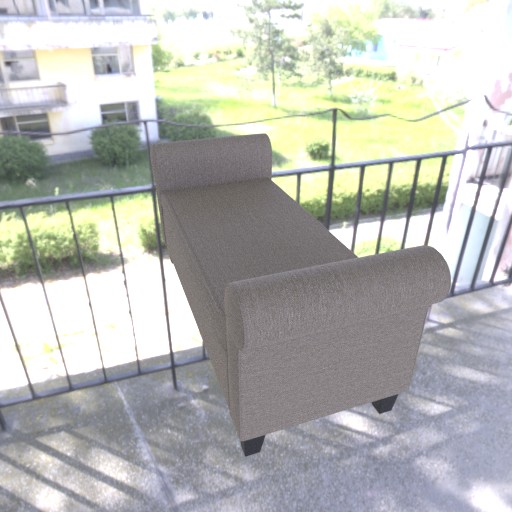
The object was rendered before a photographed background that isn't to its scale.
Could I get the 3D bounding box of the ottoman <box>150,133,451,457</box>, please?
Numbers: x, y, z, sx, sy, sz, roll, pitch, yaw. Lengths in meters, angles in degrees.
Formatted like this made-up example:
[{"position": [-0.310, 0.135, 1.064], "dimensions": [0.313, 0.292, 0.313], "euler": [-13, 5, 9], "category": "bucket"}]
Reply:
[{"position": [0.000, 0.000, 1.560], "dimensions": [0.521, 0.547, 1.256], "euler": [-10, 31, -17], "category": "ottoman"}]
